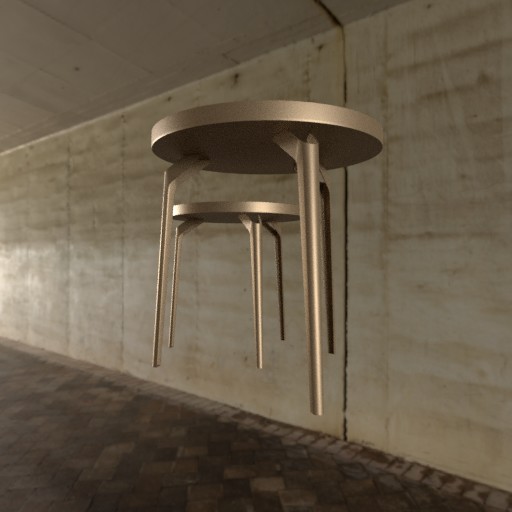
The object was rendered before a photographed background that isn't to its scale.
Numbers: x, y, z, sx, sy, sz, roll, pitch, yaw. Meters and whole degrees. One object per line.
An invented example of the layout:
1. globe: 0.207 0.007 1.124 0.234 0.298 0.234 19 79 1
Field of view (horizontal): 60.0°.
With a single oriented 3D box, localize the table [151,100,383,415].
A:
1. table: 0.000 0.000 1.132 0.532 0.555 0.751 0 0 -17
